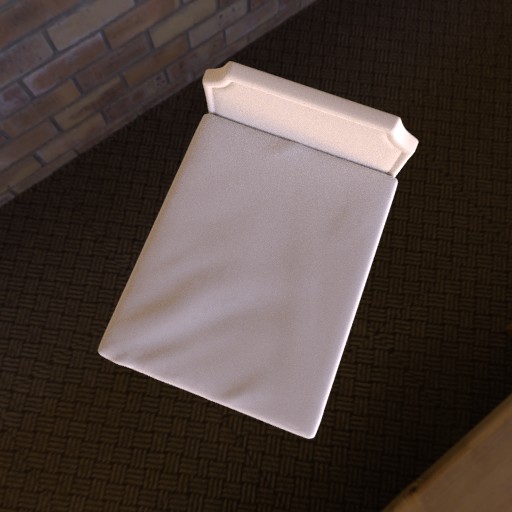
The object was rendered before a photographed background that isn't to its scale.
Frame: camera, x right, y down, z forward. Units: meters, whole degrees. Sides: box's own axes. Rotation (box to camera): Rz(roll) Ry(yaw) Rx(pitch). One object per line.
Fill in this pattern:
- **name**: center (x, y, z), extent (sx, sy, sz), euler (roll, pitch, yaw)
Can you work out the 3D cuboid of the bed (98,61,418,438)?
- **bed**: center (0.000, 0.000, 3.713), extent (1.977, 1.293, 2.498), euler (20, 77, 5)
